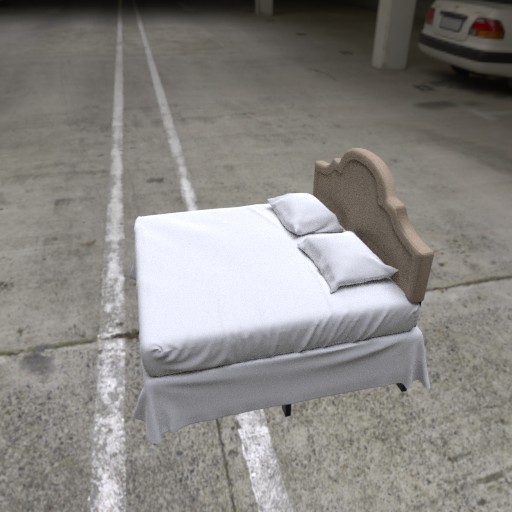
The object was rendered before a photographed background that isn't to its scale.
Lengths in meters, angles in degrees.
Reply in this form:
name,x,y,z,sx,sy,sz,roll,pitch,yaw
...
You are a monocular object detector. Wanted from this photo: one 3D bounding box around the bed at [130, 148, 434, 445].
name,x,y,z,sx,sy,sz,roll,pitch,yaw
bed,0.000,0.000,3.733,2.222,1.631,2.303,-7,31,-12
